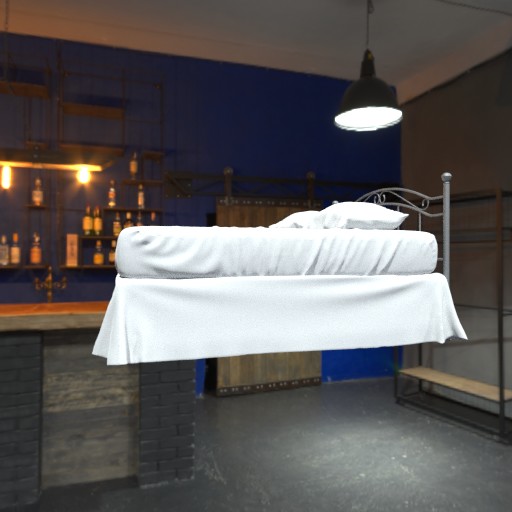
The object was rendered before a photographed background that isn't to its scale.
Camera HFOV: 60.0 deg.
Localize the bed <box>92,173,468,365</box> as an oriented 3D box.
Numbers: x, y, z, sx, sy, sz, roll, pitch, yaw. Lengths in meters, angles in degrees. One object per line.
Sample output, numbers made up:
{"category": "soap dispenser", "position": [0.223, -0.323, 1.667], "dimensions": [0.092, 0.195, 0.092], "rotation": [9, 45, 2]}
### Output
{"category": "bed", "position": [0.000, 0.000, 3.321], "dimensions": [2.215, 1.080, 1.936], "rotation": [0, 0, -16]}
